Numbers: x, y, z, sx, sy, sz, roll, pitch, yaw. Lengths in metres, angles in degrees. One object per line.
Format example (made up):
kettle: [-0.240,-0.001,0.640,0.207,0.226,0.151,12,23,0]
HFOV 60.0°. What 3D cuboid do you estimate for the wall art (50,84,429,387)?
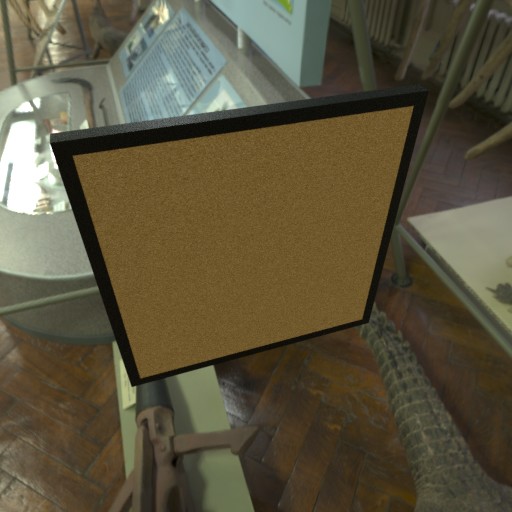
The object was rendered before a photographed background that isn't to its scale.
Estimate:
wall art: [0.000,0.000,1.120,0.762,0.762,0.038,-12,43,-13]
